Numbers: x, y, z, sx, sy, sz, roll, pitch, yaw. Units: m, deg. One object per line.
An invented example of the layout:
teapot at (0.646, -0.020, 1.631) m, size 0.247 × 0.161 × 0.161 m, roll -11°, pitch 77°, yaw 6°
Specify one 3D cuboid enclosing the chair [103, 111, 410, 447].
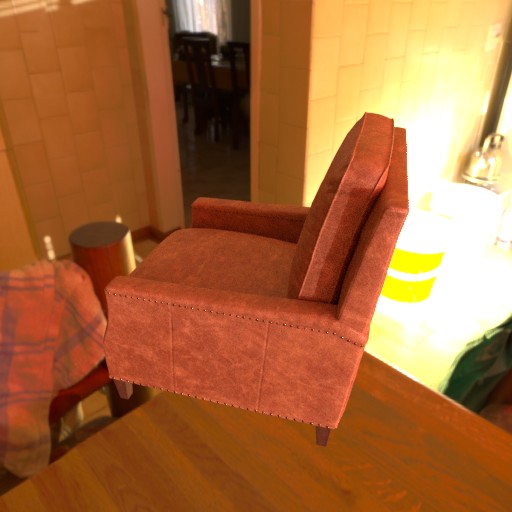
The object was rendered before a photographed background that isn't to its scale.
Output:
chair at (0.000, 0.000, 1.785) m, size 1.035 × 1.054 × 0.854 m, roll 8°, pitch 31°, yaw 14°
